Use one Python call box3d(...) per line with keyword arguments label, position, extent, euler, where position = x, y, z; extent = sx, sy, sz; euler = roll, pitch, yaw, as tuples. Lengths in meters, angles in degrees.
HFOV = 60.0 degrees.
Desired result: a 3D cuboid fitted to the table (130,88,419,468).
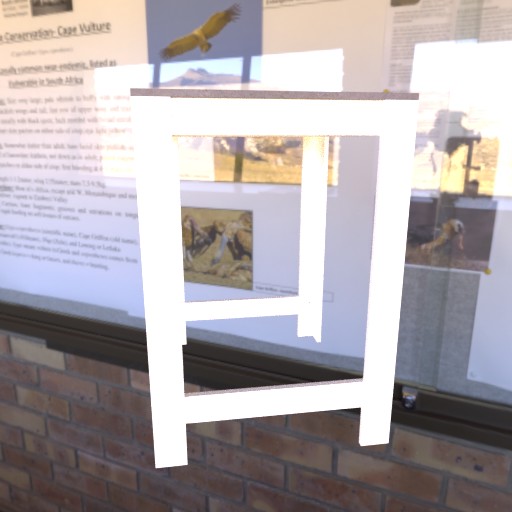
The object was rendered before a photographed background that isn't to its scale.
box3d(label="table", position=(0.000, 0.000, 1.565), extent=(0.700, 1.020, 0.800), euler=(-2, 15, -9))
